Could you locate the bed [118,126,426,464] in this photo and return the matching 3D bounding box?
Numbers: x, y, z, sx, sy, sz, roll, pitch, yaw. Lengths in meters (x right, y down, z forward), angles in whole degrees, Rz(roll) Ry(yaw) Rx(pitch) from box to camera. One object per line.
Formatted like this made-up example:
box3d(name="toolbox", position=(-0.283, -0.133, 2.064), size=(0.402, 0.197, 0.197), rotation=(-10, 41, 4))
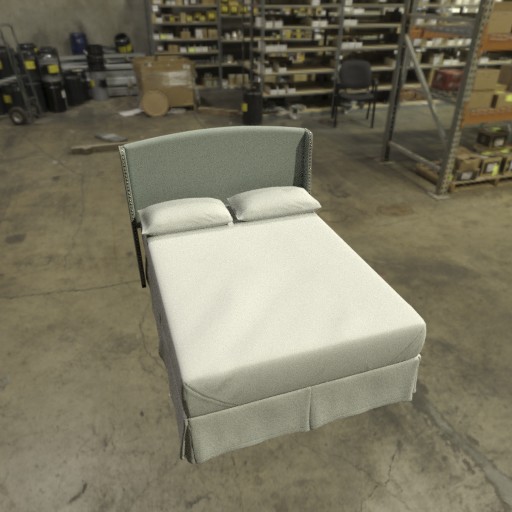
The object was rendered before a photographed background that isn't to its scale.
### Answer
box3d(name="bed", position=(0.000, 0.000, 3.393), size=(1.710, 1.407, 2.237), rotation=(-10, 33, -16))
